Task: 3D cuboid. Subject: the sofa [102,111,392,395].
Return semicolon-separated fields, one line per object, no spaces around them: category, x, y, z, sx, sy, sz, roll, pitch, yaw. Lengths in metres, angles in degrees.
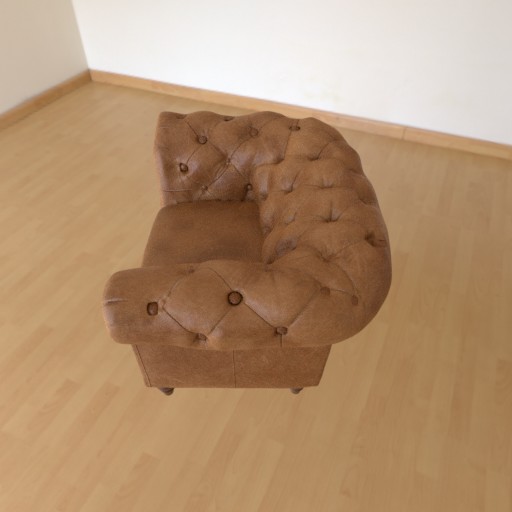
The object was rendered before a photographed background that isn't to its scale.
sofa;0.000;0.000;2.071;1.033;0.878;1.405;-1;43;-1
